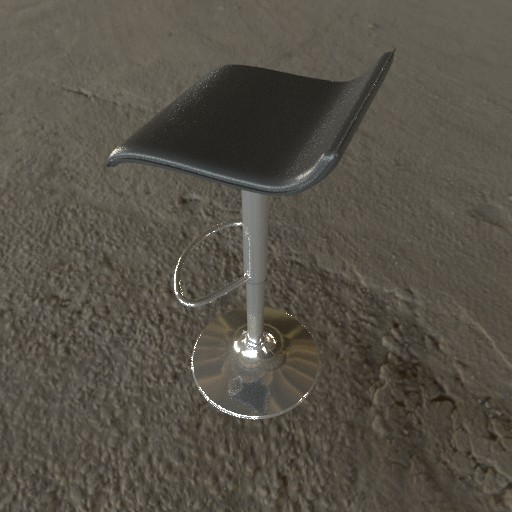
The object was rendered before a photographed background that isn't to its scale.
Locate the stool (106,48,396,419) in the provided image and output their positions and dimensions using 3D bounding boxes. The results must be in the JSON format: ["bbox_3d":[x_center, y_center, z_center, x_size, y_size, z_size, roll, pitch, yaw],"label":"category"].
[{"bbox_3d":[0.000,0.000,1.012,0.381,0.851,0.381,17,47,16],"label":"stool"}]
